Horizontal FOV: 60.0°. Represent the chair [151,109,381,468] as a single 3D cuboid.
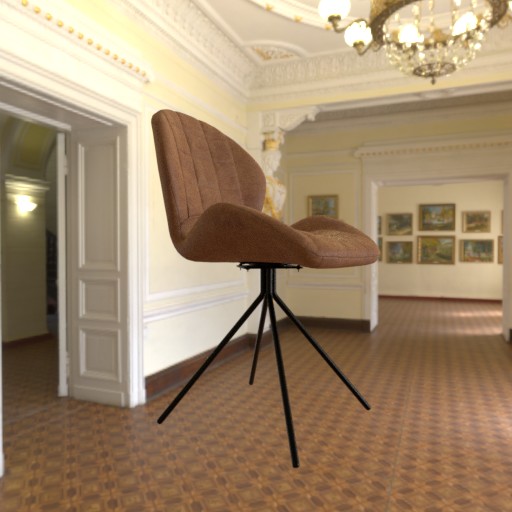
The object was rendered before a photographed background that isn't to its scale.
[{"bbox_3d":[0.000,0.000,1.298,0.640,0.929,0.527,1,1,35],"label":"chair"}]
